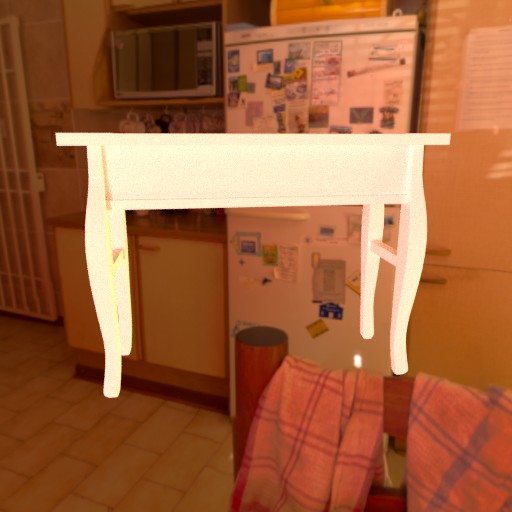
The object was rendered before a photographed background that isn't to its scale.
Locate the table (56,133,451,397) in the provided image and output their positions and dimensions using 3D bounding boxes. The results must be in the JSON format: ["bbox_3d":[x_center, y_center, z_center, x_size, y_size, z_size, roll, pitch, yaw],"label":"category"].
[{"bbox_3d":[0.000,0.000,1.447,1.062,0.768,0.373,-2,15,-8],"label":"table"}]
